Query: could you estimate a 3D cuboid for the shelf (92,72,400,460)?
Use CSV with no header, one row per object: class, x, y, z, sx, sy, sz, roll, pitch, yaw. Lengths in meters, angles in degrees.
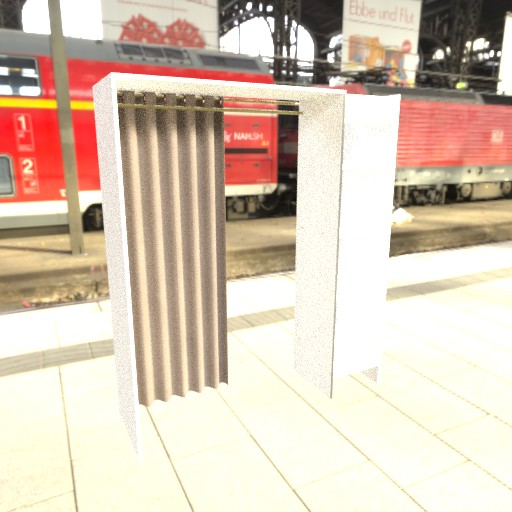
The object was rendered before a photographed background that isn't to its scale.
shelf,0.000,0.000,2.587,1.600,1.820,0.500,-7,15,-27
